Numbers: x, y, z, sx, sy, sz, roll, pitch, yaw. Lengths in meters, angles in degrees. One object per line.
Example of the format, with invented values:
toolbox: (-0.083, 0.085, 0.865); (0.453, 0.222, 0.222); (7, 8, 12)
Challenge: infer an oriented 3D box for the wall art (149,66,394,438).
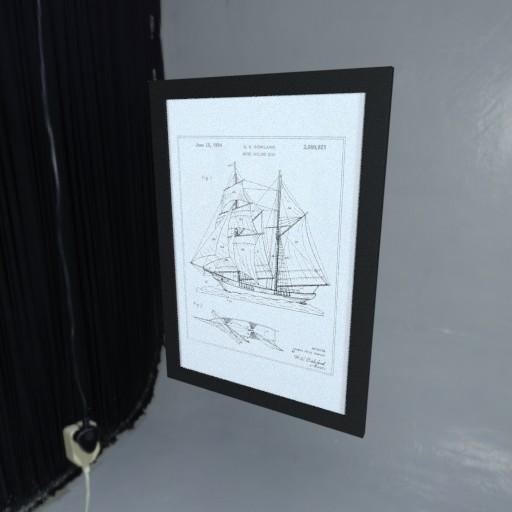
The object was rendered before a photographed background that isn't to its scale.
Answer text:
wall art: (0.000, 0.000, 0.603); (0.326, 0.459, 0.011); (8, 18, 26)
